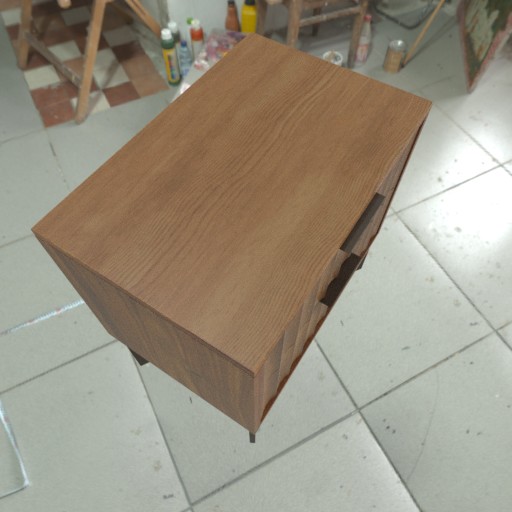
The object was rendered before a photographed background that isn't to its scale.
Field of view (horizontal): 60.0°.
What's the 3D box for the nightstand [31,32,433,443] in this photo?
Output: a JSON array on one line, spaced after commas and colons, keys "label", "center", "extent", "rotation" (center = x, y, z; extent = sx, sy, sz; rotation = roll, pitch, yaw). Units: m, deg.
[{"label": "nightstand", "center": [0.000, 0.000, 1.013], "extent": [0.427, 0.615, 0.613], "rotation": [29, 63, 17]}]
